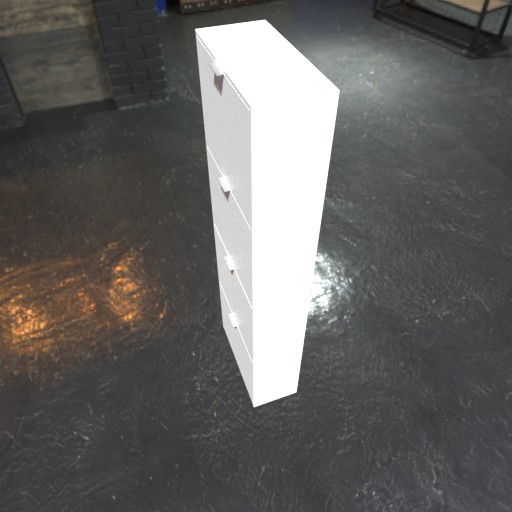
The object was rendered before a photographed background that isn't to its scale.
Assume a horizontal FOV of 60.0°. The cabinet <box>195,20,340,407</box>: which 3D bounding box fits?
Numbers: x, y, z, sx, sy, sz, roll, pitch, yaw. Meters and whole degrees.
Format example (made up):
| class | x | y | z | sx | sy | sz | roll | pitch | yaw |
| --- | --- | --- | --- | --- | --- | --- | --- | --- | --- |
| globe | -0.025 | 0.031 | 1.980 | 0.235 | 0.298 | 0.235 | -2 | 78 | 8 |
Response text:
| class | x | y | z | sx | sy | sz | roll | pitch | yaw |
| --- | --- | --- | --- | --- | --- | --- | --- | --- | --- |
| cabinet | 0.000 | 0.000 | 1.838 | 0.255 | 1.630 | 0.520 | -15 | 48 | -14 |
